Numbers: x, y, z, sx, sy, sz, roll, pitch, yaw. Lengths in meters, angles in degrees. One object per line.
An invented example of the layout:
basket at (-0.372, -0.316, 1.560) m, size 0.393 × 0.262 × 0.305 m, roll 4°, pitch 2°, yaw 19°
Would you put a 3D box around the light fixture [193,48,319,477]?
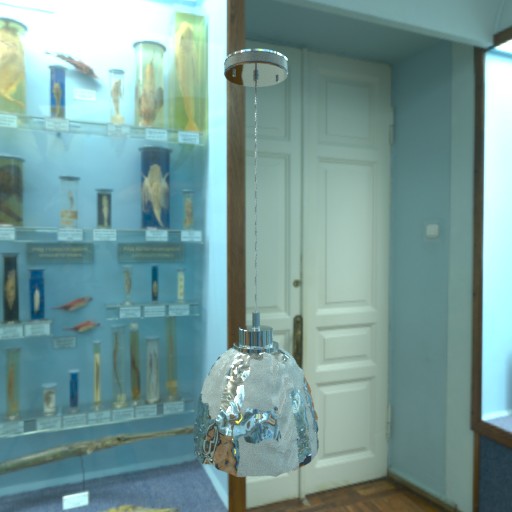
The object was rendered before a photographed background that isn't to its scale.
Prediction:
light fixture at (0.000, 0.000, 1.748) m, size 0.496 × 1.511 × 0.500 m, roll 0°, pitch 1°, yaw -20°
